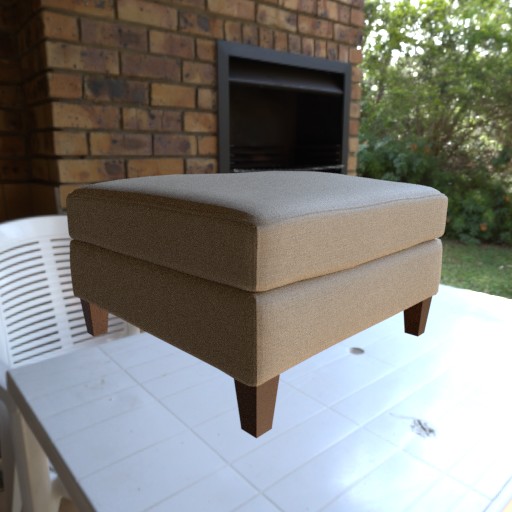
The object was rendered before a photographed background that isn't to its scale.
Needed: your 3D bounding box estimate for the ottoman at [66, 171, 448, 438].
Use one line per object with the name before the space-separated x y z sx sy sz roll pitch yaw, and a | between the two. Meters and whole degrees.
ottoman | 0.000 0.000 1.364 0.838 0.503 0.838 13 18 43
